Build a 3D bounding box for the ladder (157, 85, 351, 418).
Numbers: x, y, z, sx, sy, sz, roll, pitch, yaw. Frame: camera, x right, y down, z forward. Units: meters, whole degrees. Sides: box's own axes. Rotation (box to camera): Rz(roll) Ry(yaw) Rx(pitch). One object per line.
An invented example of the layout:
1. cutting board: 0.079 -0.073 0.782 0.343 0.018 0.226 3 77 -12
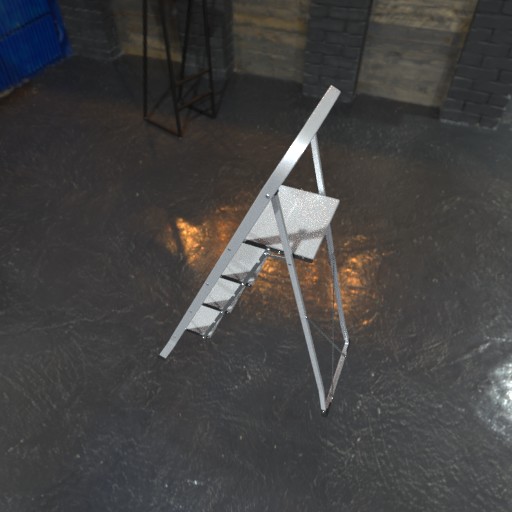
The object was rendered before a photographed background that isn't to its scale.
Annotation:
1. ladder: 0.000 0.000 1.677 0.830 1.290 0.465 17 49 15
